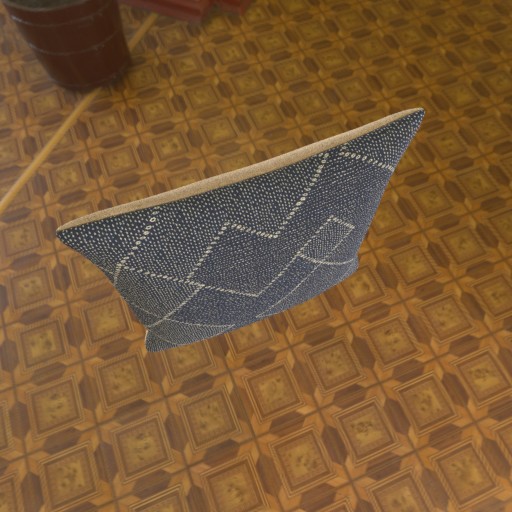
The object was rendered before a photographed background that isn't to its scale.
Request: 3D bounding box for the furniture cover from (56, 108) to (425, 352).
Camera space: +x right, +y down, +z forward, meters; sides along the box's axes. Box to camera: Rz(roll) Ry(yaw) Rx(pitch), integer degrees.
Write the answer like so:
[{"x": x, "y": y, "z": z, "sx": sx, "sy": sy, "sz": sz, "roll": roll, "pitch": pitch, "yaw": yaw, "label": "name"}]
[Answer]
[{"x": 0.000, "y": 0.000, "z": 0.780, "sx": 0.511, "sy": 0.503, "sz": 0.162, "roll": -21, "pitch": 65, "yaw": -10, "label": "furniture cover"}]
